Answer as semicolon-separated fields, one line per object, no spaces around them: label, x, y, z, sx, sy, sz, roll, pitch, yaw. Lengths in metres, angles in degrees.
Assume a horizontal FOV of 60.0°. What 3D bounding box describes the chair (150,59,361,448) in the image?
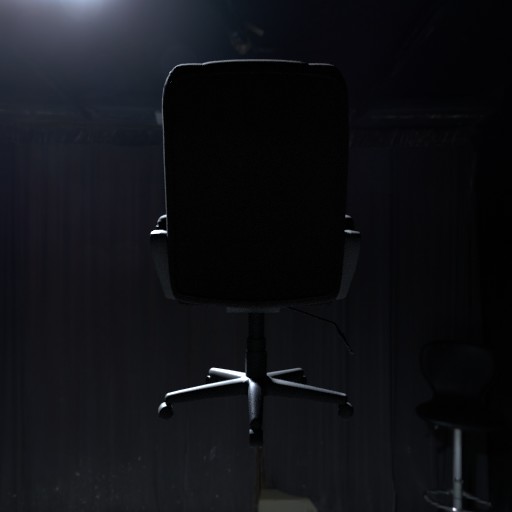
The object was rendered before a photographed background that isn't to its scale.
chair;0.000;0.000;1.563;0.667;1.105;0.724;0;-1;0
